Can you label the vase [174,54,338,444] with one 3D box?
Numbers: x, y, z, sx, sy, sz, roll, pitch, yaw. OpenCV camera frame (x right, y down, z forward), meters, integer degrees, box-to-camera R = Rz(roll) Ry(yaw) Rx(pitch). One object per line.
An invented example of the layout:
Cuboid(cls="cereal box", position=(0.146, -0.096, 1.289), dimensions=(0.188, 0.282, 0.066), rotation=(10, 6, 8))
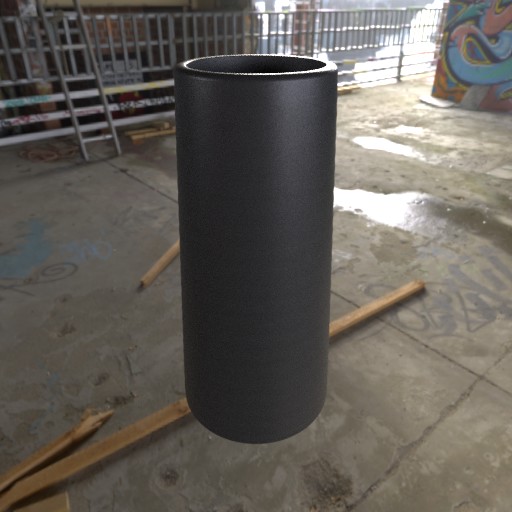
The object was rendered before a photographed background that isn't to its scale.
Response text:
Cuboid(cls="vase", position=(0.000, 0.000, 0.360), dimensions=(0.136, 0.289, 0.136), rotation=(-11, 32, -17))
